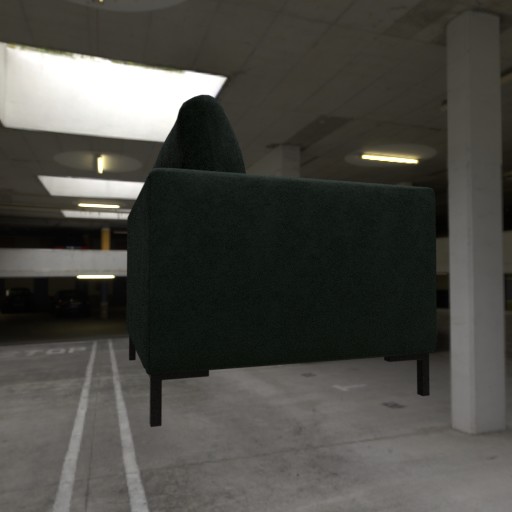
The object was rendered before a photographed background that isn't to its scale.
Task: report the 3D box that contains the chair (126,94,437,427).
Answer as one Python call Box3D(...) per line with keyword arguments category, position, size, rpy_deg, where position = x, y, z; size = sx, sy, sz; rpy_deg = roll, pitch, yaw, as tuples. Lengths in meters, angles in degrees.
Box3D(category="chair", position=(0.000, 0.000, 1.629), size=(0.866, 0.861, 0.963), rpy_deg=(1, -2, -19))
